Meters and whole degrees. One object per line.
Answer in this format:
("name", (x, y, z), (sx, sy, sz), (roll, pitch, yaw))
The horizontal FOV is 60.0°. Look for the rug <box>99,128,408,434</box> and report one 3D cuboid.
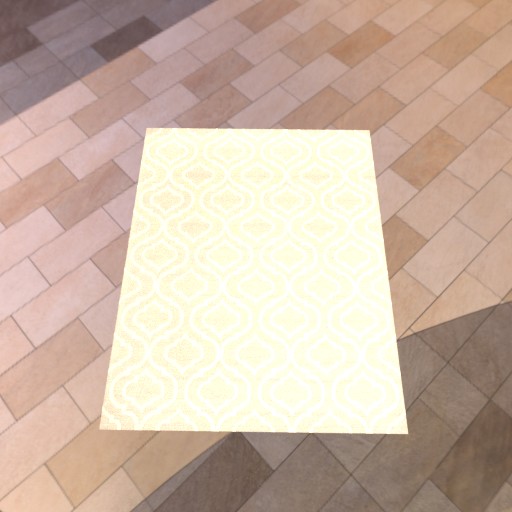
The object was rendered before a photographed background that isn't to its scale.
("rug", (0.000, 0.000, 3.911), (2.283, 0.006, 2.892), (1, 64, 0))
